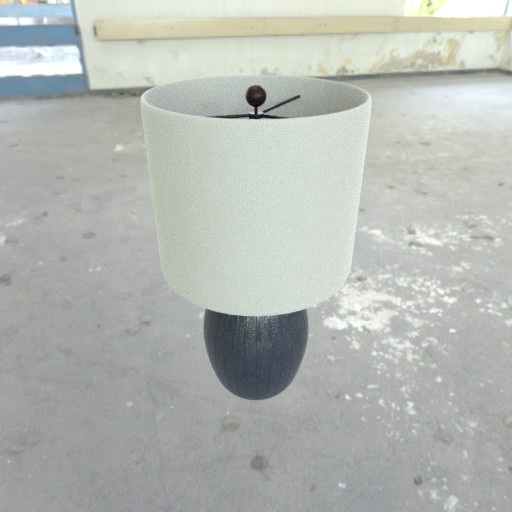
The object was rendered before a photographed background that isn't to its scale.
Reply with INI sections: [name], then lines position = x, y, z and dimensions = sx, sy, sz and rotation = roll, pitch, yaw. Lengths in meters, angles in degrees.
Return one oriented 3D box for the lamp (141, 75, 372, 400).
[lamp]
position = 0.000, 0.000, 0.781
dimensions = 0.329, 0.570, 0.329
rotation = -8, 32, -14
